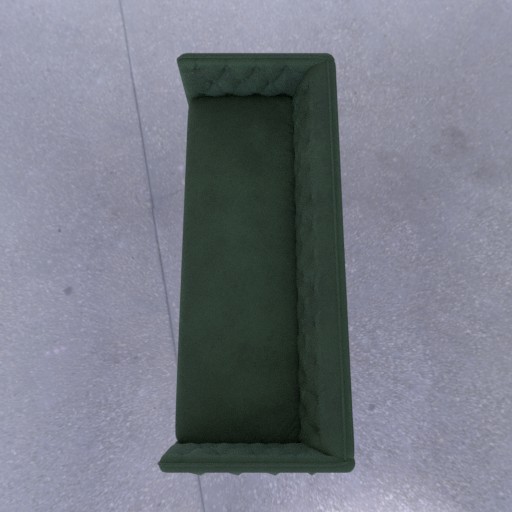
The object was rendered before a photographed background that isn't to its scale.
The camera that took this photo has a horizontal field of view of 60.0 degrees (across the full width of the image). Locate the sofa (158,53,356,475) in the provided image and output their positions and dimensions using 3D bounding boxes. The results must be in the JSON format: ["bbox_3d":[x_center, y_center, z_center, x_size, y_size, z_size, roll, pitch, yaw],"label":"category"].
[{"bbox_3d":[0.000,0.000,2.578,0.895,0.771,2.209,0,76,0],"label":"sofa"}]
